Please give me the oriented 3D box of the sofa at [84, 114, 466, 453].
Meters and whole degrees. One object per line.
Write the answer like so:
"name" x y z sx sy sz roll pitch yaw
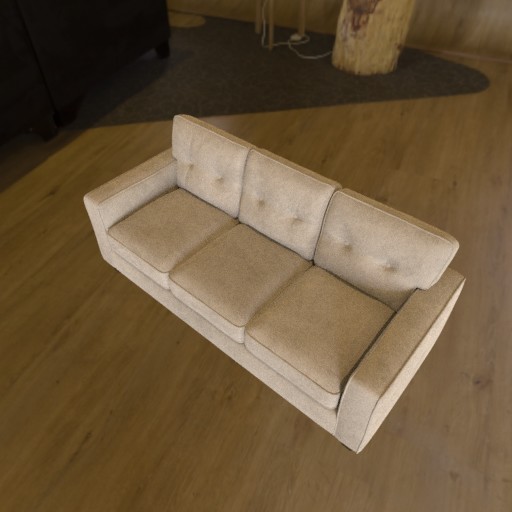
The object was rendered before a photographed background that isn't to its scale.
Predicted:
"sofa" 0.000 0.000 2.662 2.133 0.965 0.939 31 53 27
